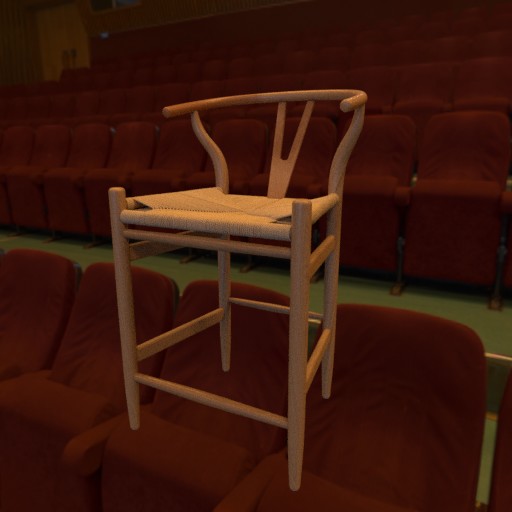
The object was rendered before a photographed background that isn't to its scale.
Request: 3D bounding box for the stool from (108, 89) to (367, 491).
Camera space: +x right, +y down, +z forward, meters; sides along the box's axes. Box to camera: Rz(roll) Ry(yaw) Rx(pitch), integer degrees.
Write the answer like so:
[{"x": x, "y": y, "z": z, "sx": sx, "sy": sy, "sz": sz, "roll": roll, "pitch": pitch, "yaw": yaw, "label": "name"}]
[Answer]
[{"x": 0.000, "y": 0.000, "z": 1.245, "sx": 0.536, "sy": 0.923, "sz": 0.575, "roll": 7, "pitch": 16, "yaw": 27, "label": "stool"}]
